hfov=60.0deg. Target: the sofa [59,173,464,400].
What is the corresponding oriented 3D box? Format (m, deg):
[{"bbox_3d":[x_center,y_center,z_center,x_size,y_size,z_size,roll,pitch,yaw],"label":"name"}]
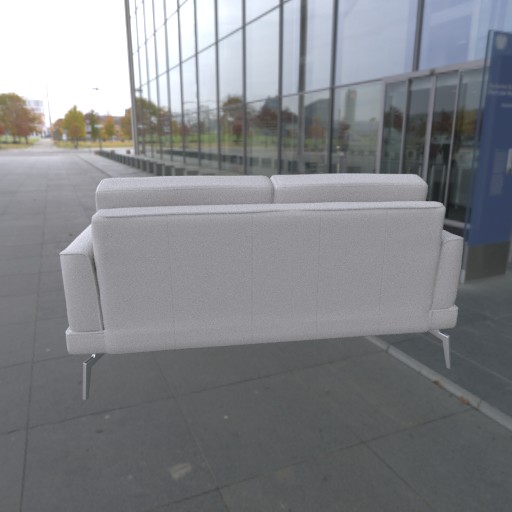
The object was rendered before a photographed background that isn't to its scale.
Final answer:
[{"bbox_3d":[0.000,0.000,2.423,1.819,0.930,1.121,-2,15,-9],"label":"sofa"}]
